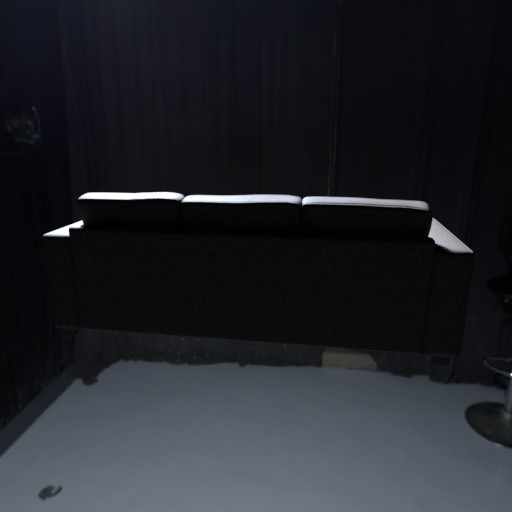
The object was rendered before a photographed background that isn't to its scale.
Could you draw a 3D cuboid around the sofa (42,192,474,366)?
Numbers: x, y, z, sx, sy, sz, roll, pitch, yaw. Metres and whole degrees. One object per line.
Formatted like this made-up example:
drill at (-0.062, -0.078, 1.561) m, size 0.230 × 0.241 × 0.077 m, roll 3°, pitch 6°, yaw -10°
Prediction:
sofa at (0.000, 0.000, 2.627) m, size 2.160 × 0.806 × 0.900 m, roll 3°, pitch 16°, yaw 9°
